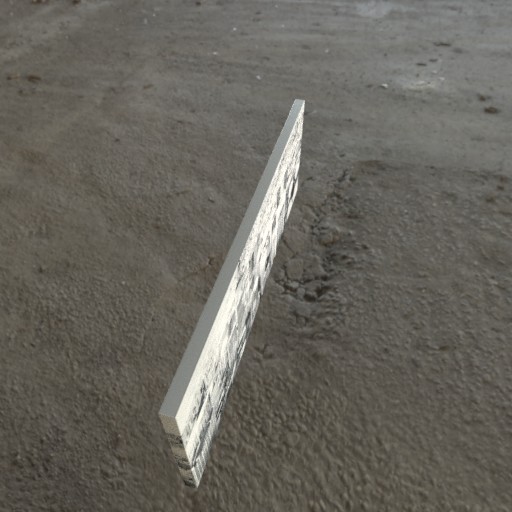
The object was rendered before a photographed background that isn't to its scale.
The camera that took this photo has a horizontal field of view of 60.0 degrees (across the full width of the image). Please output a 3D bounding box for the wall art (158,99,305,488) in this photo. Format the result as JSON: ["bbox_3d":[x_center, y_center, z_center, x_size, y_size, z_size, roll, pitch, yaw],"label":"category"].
[{"bbox_3d":[0.000,0.000,1.678,0.044,0.507,1.520,11,47,10],"label":"wall art"}]
